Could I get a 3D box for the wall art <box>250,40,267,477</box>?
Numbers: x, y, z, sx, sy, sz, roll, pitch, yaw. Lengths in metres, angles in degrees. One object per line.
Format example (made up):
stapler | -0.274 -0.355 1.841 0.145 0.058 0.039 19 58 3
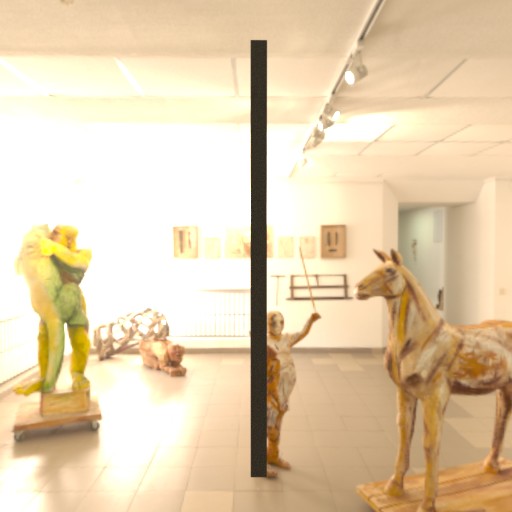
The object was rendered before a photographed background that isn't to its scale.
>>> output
wall art | 0.000 0.000 1.536 0.038 1.016 1.016 0 1 -1
